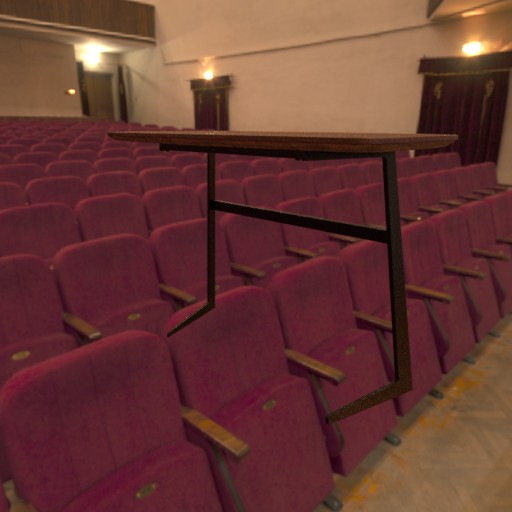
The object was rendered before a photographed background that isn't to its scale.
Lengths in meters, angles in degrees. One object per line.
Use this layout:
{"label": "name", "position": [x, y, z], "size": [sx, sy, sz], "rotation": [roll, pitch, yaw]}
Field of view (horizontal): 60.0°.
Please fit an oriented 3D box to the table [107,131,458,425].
{"label": "table", "position": [0.000, 0.000, 1.077], "size": [0.804, 0.576, 0.361], "rotation": [15, 22, 42]}
